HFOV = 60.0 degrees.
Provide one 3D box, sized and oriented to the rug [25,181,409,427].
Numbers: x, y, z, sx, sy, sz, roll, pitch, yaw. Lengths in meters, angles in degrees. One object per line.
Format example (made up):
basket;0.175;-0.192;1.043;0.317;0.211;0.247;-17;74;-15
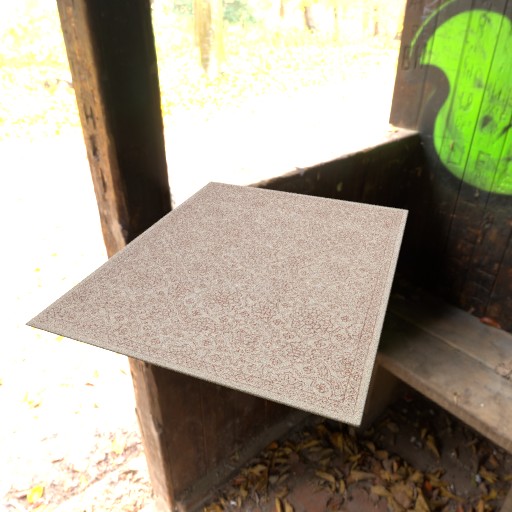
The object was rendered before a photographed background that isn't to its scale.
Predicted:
rug;0.000;0.000;4.071;2.441;0.015;3.050;11;33;18
